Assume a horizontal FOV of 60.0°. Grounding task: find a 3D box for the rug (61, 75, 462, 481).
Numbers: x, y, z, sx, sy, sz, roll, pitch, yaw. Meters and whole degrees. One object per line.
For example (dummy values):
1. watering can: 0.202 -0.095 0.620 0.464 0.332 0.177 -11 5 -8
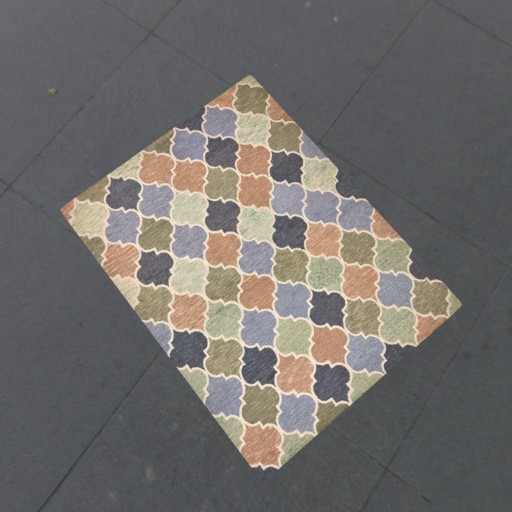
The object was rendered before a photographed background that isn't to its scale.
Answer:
1. rug: 0.000 0.000 4.295 2.439 0.013 3.200 -38 79 -9
